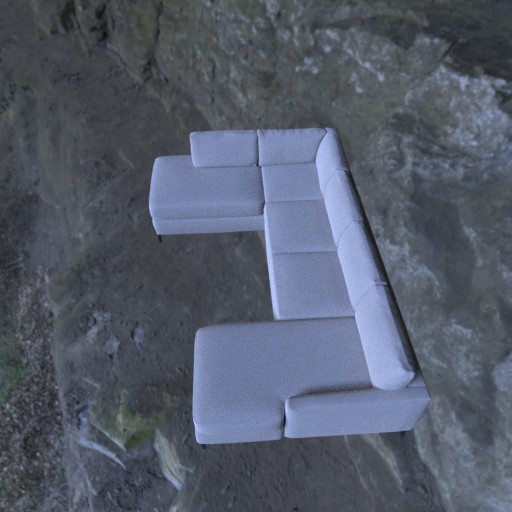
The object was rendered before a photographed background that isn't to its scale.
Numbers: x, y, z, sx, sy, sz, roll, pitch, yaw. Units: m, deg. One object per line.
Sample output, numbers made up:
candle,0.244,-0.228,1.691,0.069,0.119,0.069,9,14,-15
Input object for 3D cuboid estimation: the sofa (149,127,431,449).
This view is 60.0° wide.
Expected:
sofa,0.000,0.000,3.814,1.989,0.862,2.984,-3,47,-3
